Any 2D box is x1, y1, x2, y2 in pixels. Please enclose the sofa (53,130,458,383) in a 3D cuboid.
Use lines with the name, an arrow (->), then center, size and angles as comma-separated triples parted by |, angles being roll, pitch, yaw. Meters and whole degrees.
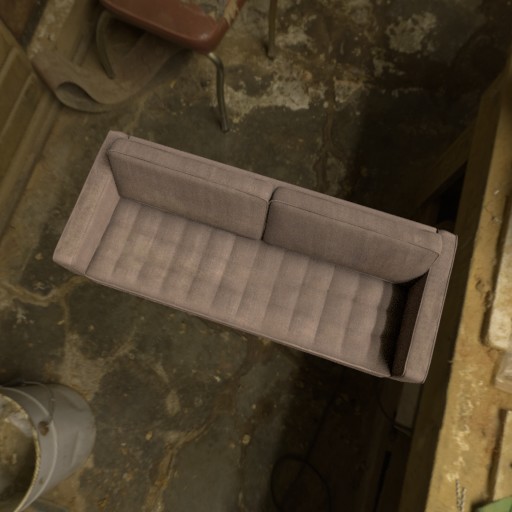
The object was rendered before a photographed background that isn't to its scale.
sofa -> 0.000, 0.000, 2.787 | 2.295, 0.813, 0.923 | 18, 76, 4
